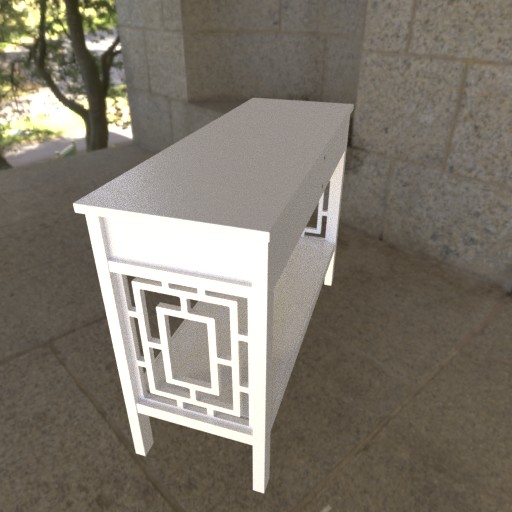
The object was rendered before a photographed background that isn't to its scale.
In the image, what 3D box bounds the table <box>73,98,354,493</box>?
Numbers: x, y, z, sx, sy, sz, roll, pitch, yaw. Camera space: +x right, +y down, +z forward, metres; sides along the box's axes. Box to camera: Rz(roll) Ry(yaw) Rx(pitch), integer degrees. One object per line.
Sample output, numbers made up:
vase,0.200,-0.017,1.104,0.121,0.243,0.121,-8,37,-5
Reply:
table,0.000,0.000,1.408,0.397,0.753,1.068,9,32,16
